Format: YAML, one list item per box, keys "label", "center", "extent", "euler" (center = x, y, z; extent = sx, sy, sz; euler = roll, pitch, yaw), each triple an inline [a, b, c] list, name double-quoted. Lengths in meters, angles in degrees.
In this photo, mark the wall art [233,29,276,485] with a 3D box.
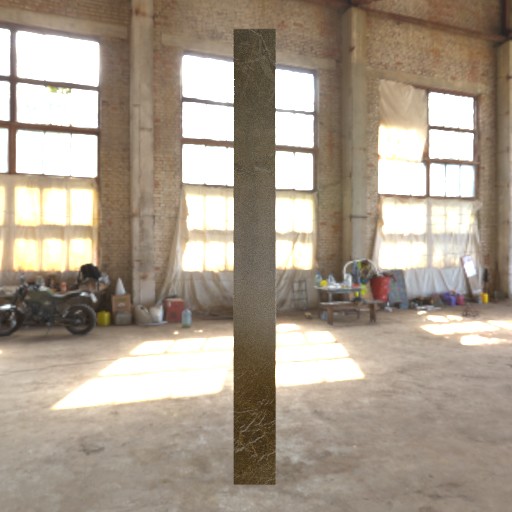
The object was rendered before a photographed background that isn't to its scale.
- label: "wall art"
  center: [0.000, 0.000, 0.598]
  extent: [0.038, 0.407, 0.405]
  euler: [0, 0, 0]
